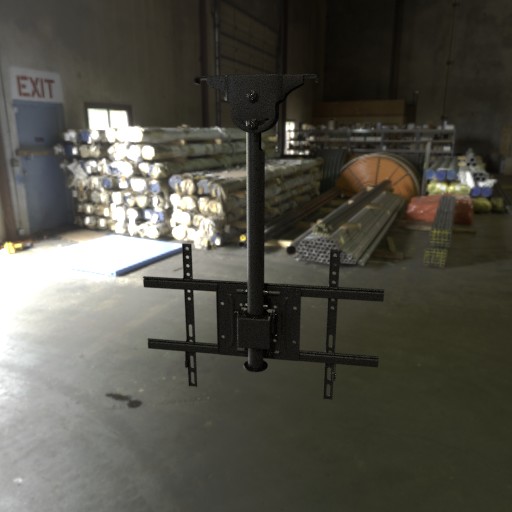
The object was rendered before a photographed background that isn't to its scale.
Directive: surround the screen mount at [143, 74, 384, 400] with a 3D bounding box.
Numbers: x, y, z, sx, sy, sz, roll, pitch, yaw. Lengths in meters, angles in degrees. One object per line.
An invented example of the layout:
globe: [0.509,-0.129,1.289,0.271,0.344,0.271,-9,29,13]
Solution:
screen mount: [0.000,0.000,1.027,0.595,0.775,0.090,3,16,9]
